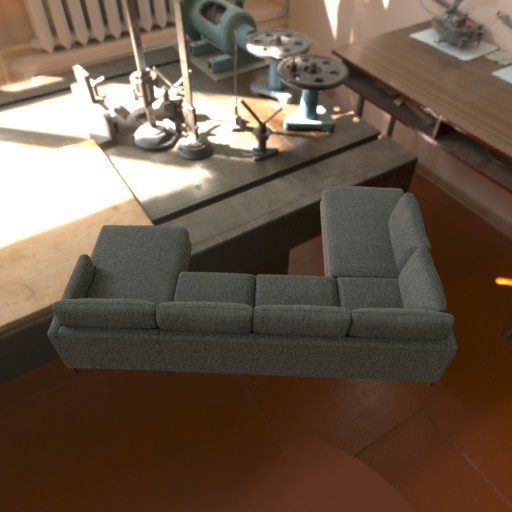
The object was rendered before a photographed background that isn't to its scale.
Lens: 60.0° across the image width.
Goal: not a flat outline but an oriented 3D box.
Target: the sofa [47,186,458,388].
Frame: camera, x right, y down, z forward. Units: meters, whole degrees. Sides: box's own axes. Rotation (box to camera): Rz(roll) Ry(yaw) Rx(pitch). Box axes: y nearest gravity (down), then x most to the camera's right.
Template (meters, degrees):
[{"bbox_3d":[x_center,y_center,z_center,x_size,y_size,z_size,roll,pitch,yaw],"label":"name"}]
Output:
[{"bbox_3d":[0.000,0.000,3.636,2.737,0.756,1.879,2,47,2],"label":"sofa"}]
